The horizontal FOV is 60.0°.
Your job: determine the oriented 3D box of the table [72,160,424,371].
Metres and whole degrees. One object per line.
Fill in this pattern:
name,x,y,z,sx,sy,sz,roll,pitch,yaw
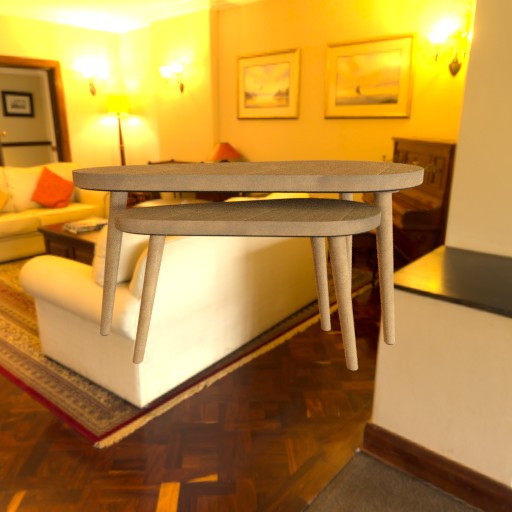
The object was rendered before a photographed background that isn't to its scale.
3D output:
table,0.000,0.000,1.547,1.190,0.595,0.701,-2,17,-8
